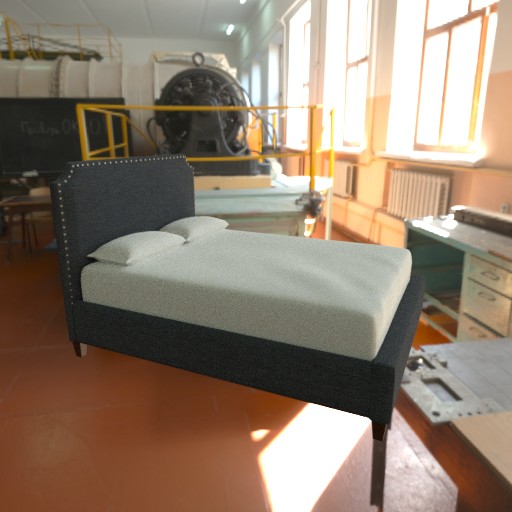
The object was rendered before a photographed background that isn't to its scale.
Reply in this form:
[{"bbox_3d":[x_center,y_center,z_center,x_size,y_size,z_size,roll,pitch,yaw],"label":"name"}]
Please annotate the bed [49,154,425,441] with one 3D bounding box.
[{"bbox_3d":[0.000,0.000,3.422,2.372,1.443,1.713,7,17,24],"label":"bed"}]
